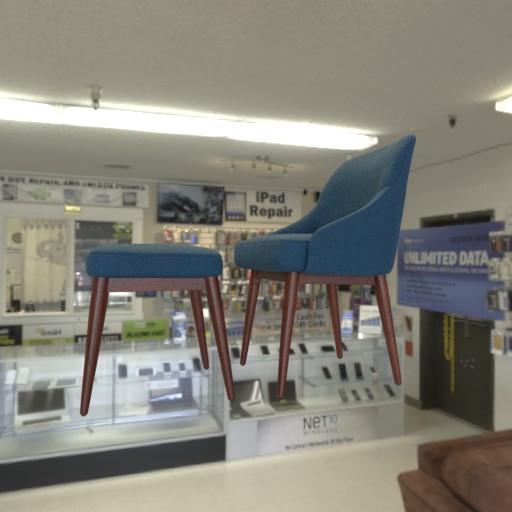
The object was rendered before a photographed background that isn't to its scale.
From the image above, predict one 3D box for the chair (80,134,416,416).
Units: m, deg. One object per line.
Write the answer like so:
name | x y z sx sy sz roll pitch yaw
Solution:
chair | 0.000 0.000 1.547 1.114 0.866 0.584 0 0 -17
